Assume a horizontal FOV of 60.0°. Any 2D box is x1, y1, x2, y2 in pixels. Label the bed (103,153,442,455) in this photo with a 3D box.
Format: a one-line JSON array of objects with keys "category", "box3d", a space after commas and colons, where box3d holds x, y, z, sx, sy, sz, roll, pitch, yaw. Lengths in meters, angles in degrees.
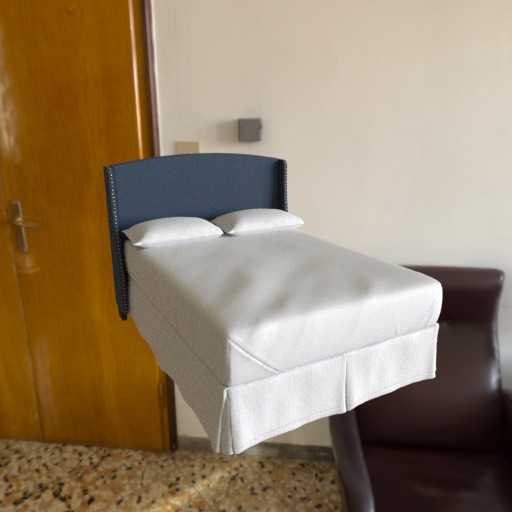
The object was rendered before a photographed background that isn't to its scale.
[{"category": "bed", "box3d": [0.000, 0.000, 3.357, 1.710, 1.407, 2.237, -9, 19, -28]}]
